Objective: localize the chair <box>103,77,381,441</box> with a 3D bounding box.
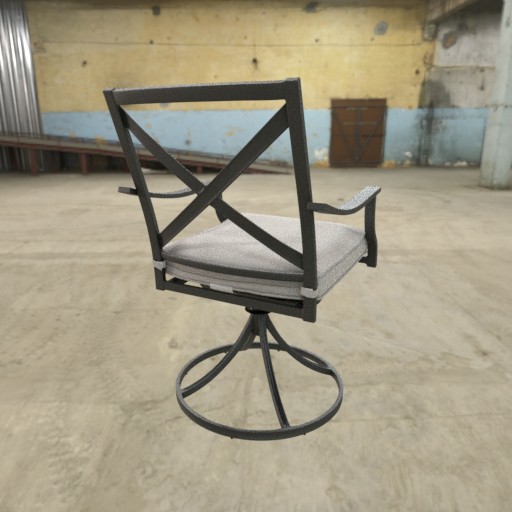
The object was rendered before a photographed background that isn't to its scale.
[{"bbox_3d":[0.000,0.000,1.280,0.575,0.889,0.620,9,18,27],"label":"chair"}]
